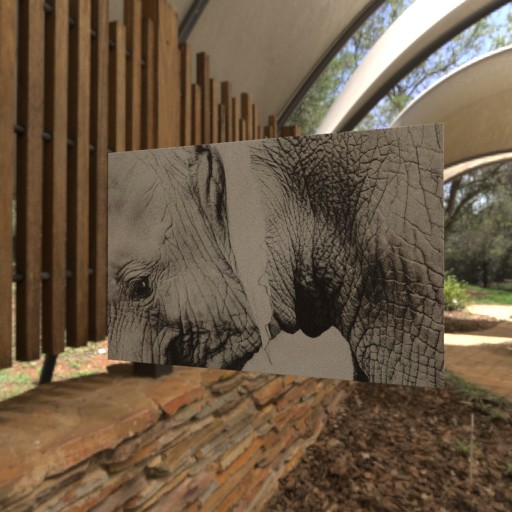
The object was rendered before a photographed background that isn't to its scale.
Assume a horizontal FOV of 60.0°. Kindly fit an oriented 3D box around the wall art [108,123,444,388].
[{"bbox_3d":[0.000,0.000,1.169,0.914,0.607,0.023,0,0,19],"label":"wall art"}]
